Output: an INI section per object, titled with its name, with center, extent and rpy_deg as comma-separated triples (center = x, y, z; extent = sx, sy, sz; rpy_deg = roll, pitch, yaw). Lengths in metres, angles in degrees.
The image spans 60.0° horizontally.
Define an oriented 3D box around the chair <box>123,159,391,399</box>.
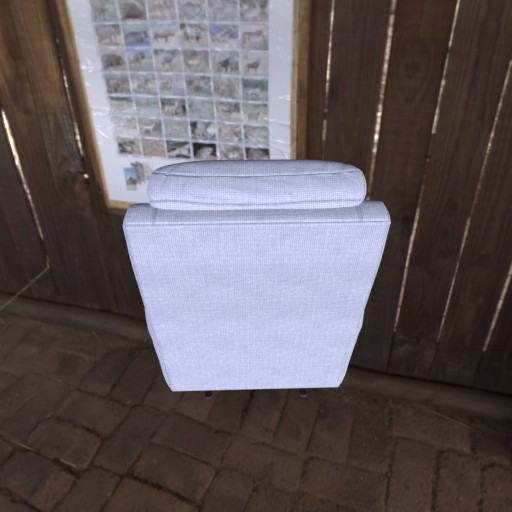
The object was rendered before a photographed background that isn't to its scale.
[chair]
center = 0.000, 0.000, 1.784
extent = 0.829, 1.030, 1.080
rpy_deg = -1, 30, -1
